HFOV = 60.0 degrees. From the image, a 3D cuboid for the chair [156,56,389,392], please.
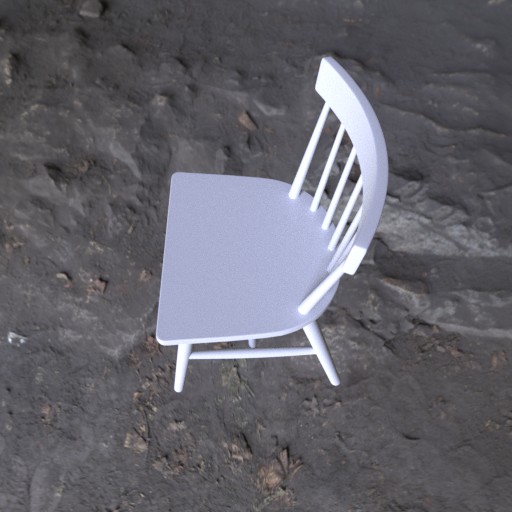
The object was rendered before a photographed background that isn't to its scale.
[{"bbox_3d":[0.000,0.000,1.116,0.500,0.787,0.483,-1,58,-1],"label":"chair"}]
